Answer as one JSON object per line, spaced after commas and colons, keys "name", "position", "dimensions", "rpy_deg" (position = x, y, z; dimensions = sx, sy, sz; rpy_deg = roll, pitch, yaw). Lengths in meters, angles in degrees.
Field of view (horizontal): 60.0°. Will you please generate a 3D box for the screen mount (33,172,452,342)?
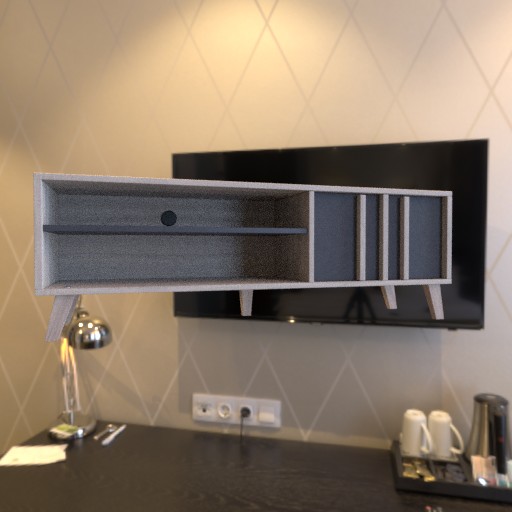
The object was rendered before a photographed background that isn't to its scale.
{"name": "screen mount", "position": [0.000, 0.000, 1.727], "dimensions": [1.500, 0.509, 0.401], "rpy_deg": [0, 1, -17]}
